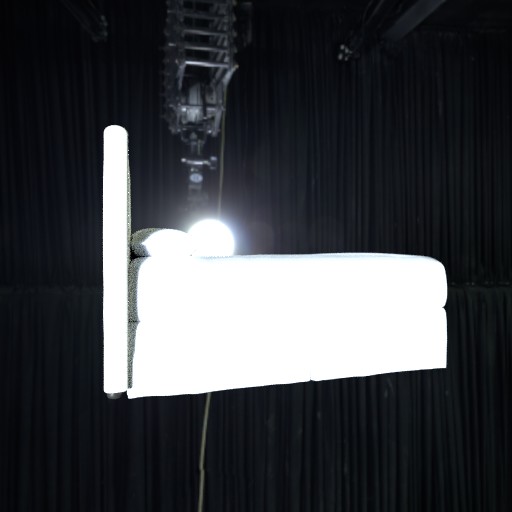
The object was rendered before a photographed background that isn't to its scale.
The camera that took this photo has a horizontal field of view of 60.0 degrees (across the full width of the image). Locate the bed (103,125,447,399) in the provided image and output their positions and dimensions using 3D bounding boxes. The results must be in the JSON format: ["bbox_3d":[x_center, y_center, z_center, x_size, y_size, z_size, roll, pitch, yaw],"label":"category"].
[{"bbox_3d":[0.000,0.000,3.306,2.143,1.460,1.753,0,0,-18],"label":"bed"}]
